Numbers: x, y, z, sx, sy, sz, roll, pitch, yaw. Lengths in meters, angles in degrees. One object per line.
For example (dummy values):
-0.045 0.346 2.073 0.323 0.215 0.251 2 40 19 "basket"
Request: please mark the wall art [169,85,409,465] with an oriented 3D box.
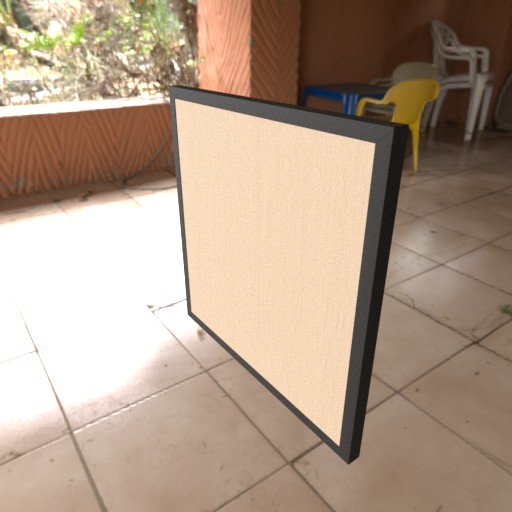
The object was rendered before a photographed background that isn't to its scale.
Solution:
0.000 0.000 0.455 0.015 0.304 0.306 -18 32 -32 "wall art"
